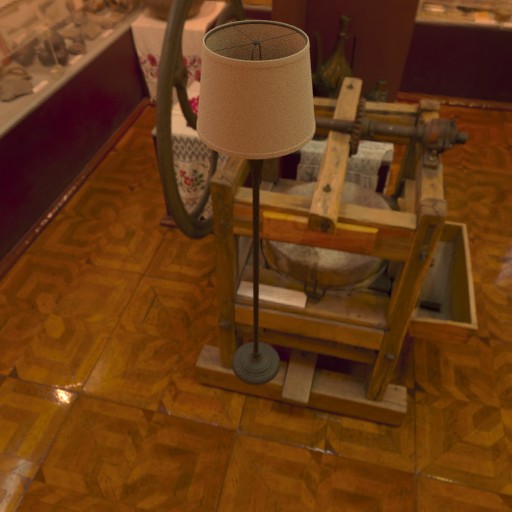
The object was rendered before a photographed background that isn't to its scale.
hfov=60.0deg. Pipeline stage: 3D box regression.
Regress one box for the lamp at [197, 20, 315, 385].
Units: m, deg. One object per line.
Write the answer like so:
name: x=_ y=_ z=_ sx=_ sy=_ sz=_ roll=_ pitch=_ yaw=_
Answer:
lamp: x=0.000 y=0.000 z=1.606 sx=0.327 sy=1.506 sz=0.327 roll=11 pitch=48 yaw=10
